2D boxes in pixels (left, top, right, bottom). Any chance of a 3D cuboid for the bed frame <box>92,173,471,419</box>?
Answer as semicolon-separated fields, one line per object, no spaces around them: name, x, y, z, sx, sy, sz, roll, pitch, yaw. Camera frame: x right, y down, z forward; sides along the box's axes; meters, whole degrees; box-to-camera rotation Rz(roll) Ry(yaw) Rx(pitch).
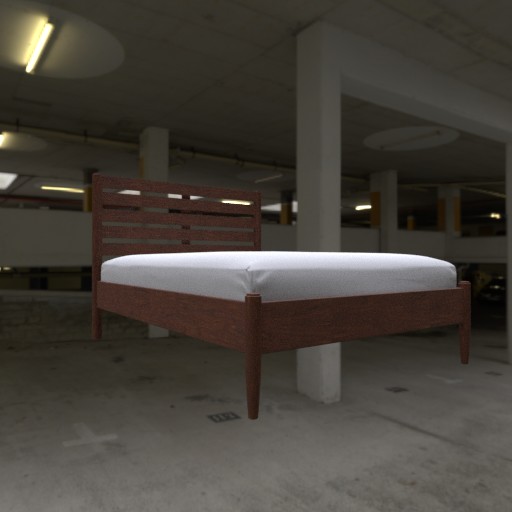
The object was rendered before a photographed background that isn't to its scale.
bed frame;0.000;0.000;3.128;1.655;1.321;2.234;0;0;-36
